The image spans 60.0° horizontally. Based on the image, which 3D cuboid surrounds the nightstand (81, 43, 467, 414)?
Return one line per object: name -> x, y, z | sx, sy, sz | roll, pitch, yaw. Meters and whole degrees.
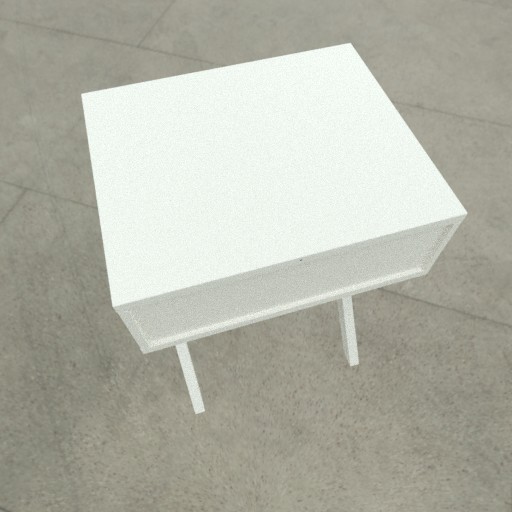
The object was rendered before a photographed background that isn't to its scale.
nightstand -> 0.000, 0.000, 0.930 | 0.479, 0.623, 0.402 | -15, 60, -9
